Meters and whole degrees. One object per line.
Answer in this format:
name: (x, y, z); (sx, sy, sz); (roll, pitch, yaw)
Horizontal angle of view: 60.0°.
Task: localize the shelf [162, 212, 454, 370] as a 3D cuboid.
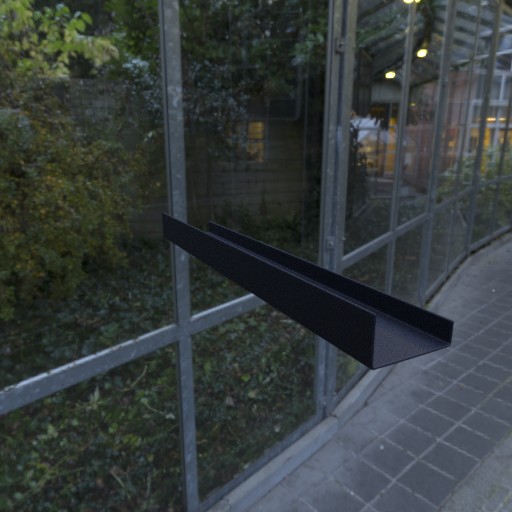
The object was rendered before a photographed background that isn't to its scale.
shelf: (0.000, 0.000, 0.652); (0.102, 0.053, 0.605); (-8, 17, -27)
